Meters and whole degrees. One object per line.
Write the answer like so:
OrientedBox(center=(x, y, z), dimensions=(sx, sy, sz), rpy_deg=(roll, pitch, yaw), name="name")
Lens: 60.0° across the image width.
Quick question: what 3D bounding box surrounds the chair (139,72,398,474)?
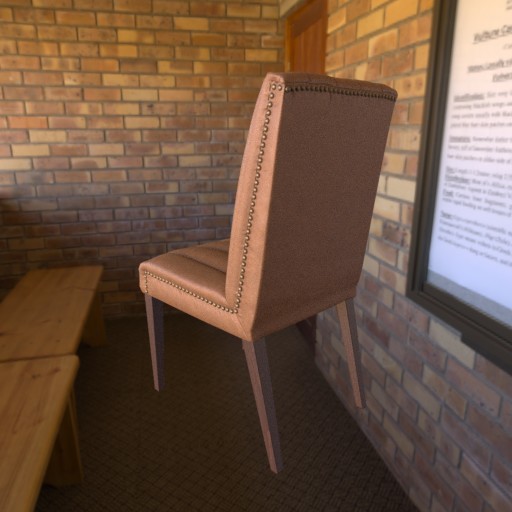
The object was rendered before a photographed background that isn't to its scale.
OrientedBox(center=(0.000, 0.000, 1.410), dimensions=(0.511, 1.016, 0.647), rpy_deg=(-15, 21, -43), name="chair")
